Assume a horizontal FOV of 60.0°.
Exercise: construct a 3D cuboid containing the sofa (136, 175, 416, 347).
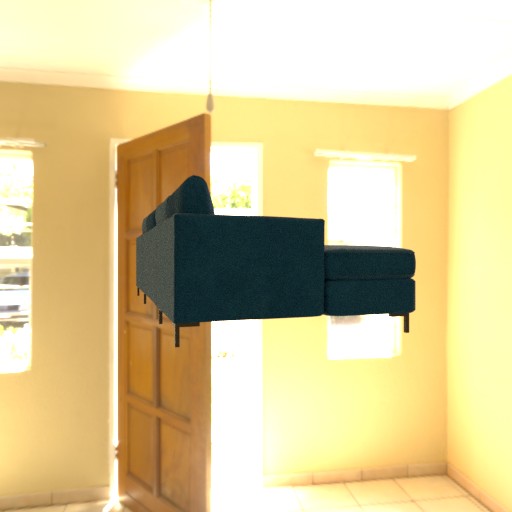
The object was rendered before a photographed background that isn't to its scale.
[{"bbox_3d":[0.000,0.000,4.300,2.055,0.992,3.434,0,0,-18],"label":"sofa"}]
